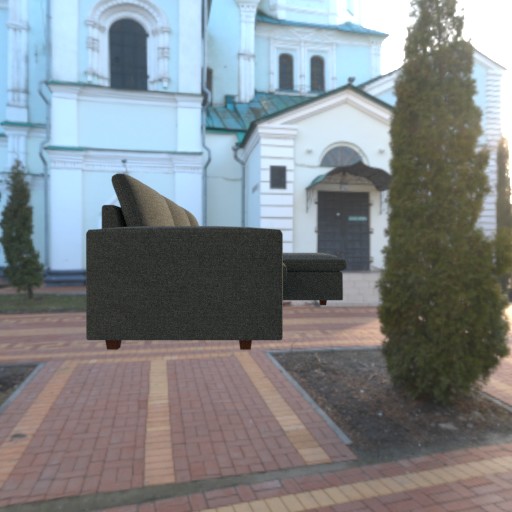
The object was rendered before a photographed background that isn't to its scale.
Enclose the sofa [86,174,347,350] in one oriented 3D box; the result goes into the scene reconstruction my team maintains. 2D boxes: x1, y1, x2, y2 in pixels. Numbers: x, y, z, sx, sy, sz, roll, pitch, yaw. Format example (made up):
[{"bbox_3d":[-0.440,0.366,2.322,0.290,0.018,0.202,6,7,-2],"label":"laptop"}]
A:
[{"bbox_3d":[0.000,0.000,3.557,1.689,0.940,2.718,0,0,0],"label":"sofa"}]
